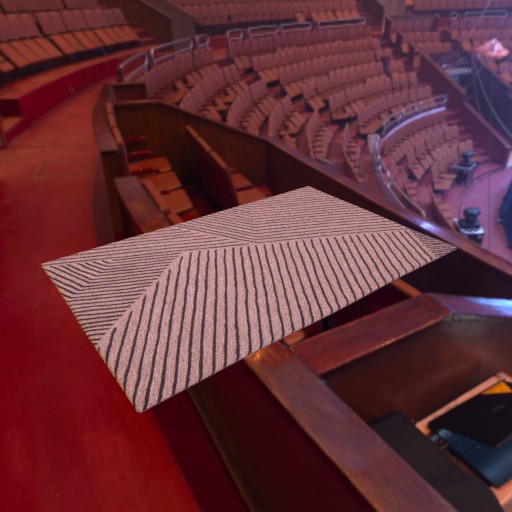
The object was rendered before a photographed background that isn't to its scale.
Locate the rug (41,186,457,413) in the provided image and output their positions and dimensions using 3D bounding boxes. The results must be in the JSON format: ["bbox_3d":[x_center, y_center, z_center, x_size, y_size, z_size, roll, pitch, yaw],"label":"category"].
[{"bbox_3d":[0.000,0.000,3.020,2.406,0.023,1.539,-20,35,-32],"label":"rug"}]
